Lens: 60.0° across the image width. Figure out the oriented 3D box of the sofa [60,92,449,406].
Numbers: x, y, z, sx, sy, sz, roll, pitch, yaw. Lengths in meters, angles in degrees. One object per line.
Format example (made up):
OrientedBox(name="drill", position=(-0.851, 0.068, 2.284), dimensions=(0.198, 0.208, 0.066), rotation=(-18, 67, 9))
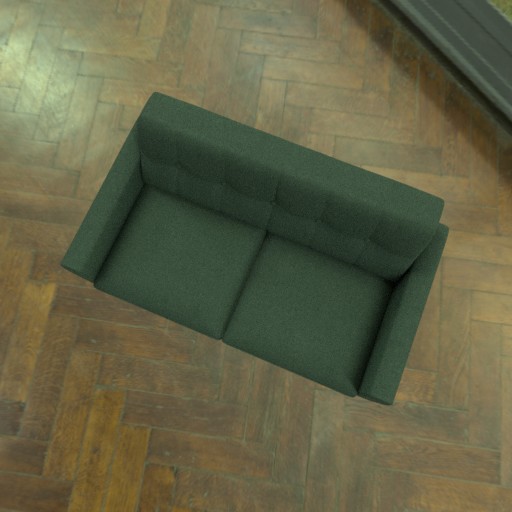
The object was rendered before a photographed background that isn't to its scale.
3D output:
OrientedBox(name="sofa", position=(0.000, 0.000, 2.214), dimensions=(1.631, 0.841, 0.909), rotation=(22, 77, 5))
